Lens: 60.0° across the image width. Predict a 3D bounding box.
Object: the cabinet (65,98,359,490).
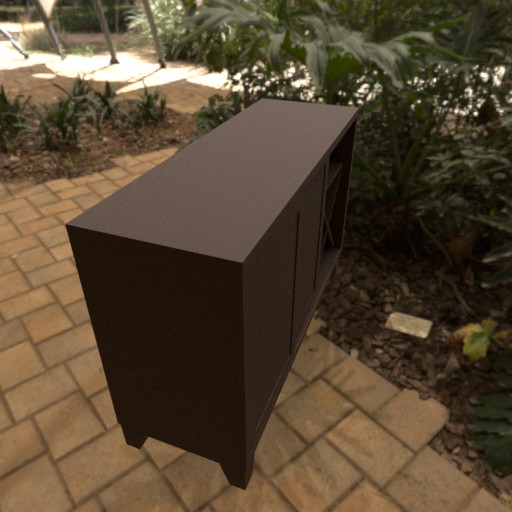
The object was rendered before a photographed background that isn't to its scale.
[{"bbox_3d":[0.000,0.000,1.830,0.482,0.914,1.396,12,35,18],"label":"cabinet"}]
